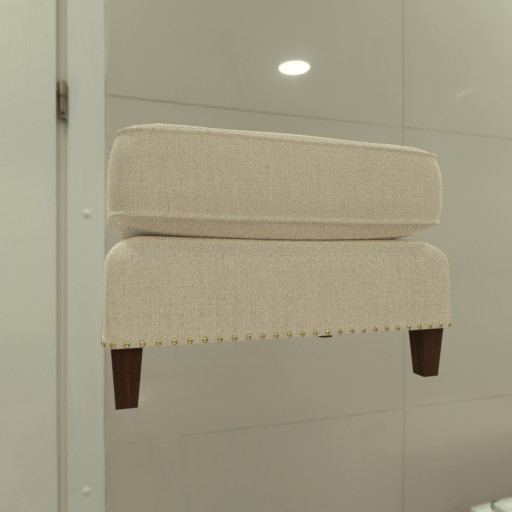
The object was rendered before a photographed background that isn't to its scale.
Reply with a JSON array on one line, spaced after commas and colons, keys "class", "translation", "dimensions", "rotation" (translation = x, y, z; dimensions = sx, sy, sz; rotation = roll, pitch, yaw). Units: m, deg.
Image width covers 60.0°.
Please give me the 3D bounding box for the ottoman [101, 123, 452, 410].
[{"class": "ottoman", "translation": [0.000, 0.000, 1.124], "dimensions": [0.738, 0.537, 0.589], "rotation": [0, 0, -19]}]
